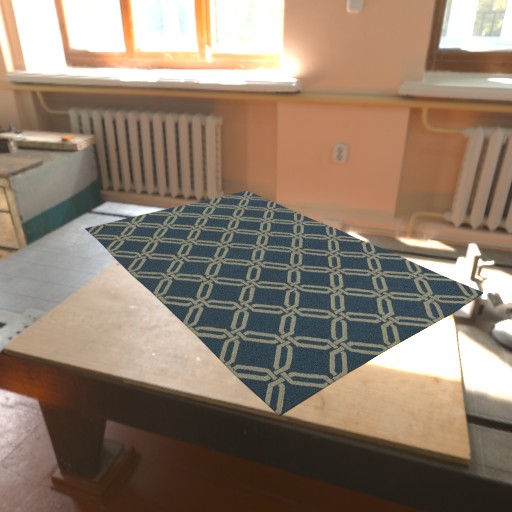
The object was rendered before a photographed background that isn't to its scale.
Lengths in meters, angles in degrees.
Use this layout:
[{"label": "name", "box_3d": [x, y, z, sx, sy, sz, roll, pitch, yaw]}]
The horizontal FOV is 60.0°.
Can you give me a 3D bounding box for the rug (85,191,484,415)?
[{"label": "rug", "box_3d": [0.000, 0.000, 2.216, 1.153, 0.010, 1.755, -19, 32, -33]}]
